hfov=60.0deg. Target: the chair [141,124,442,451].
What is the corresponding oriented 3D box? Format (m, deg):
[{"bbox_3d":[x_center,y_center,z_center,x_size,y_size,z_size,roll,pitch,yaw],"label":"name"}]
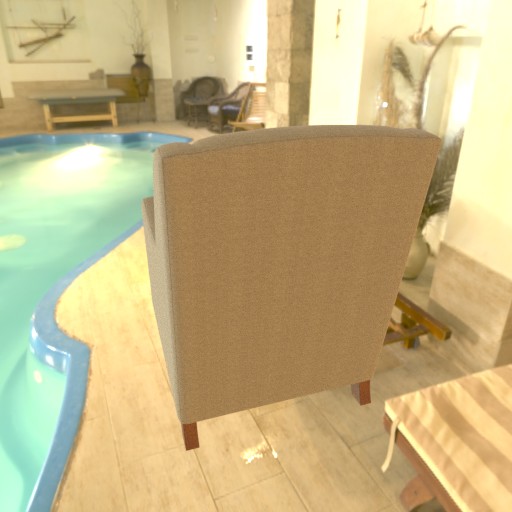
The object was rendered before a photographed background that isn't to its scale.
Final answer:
[{"bbox_3d":[0.000,0.000,1.590,0.715,1.017,0.890,-8,26,-16],"label":"chair"}]
